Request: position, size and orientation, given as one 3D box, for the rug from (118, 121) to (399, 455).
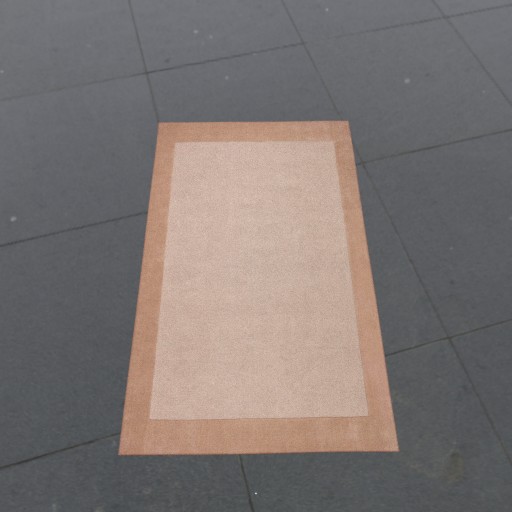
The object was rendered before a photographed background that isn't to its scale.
[{"bbox_3d":[0.000,0.000,2.978,1.524,0.014,2.438,-1,62,0],"label":"rug"}]
